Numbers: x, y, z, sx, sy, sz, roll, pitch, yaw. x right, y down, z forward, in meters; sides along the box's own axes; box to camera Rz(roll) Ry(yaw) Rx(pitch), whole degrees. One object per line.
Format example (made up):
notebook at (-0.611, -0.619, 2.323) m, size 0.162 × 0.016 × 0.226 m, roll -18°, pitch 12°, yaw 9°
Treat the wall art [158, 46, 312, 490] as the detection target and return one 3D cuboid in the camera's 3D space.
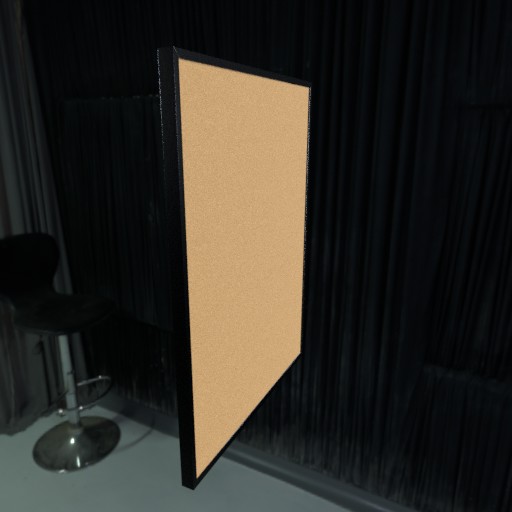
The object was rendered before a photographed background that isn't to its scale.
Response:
wall art at (0.000, 0.000, 1.363) m, size 0.040 × 1.062 × 0.805 m, roll 8°, pitch 18°, yaw 25°
